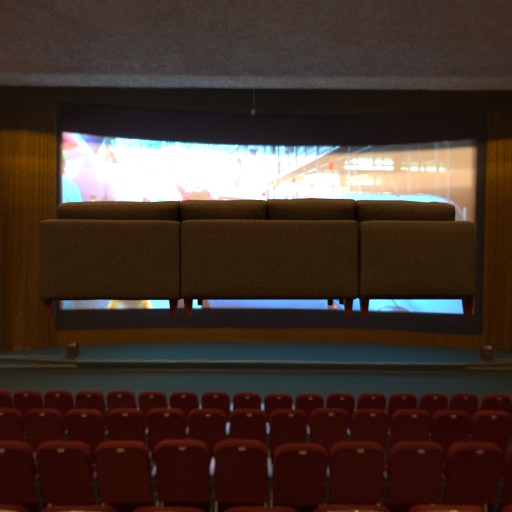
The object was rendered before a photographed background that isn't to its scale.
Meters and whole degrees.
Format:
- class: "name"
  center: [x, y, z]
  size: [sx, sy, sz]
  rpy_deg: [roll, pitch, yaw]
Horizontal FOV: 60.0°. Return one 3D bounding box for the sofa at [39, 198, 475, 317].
- class: "sofa"
  center: [0.000, 0.000, 4.732]
  size: [3.460, 0.961, 2.594]
  rpy_deg: [0, 0, -1]
